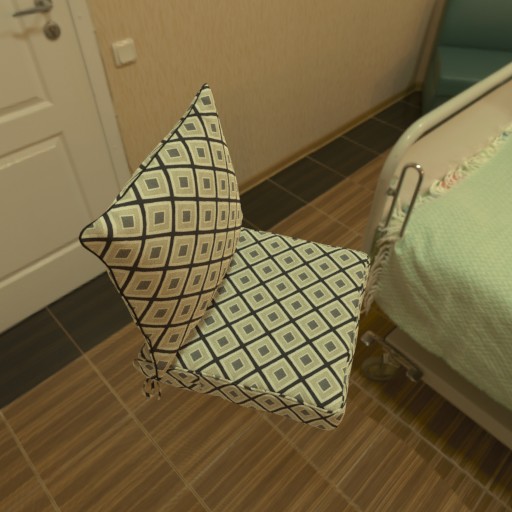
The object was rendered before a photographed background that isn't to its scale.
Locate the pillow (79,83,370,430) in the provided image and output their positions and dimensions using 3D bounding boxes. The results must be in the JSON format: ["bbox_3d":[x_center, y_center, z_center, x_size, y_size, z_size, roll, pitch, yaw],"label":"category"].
[{"bbox_3d":[0.000,0.000,1.398,0.733,0.722,0.798,12,47,12],"label":"pillow"}]
